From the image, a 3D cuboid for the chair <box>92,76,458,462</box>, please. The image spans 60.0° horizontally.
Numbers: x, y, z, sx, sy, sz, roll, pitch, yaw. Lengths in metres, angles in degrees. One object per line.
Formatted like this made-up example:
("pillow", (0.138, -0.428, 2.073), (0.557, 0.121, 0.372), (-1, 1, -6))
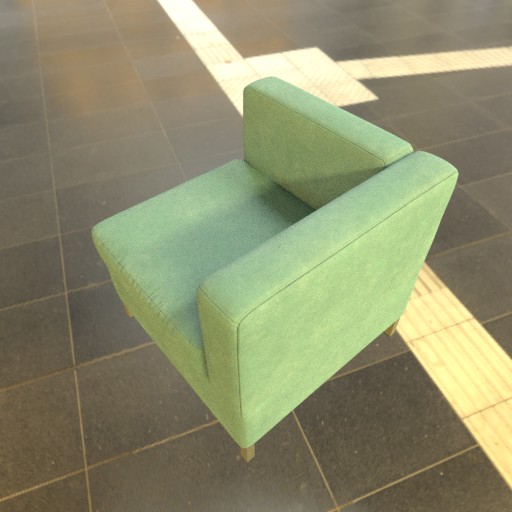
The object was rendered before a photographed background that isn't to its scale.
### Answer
("chair", (0.000, 0.000, 1.236), (0.680, 0.660, 0.680), (-32, 54, -27))
